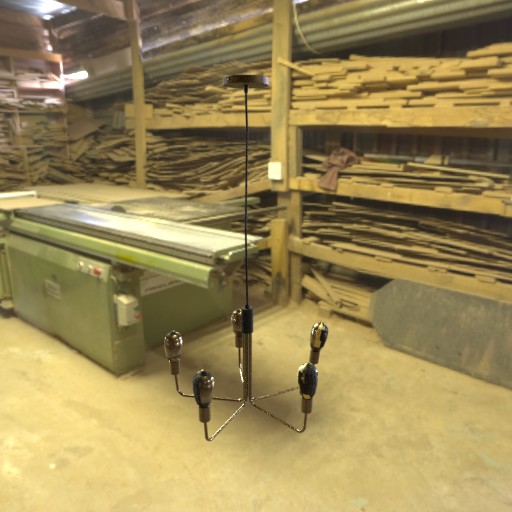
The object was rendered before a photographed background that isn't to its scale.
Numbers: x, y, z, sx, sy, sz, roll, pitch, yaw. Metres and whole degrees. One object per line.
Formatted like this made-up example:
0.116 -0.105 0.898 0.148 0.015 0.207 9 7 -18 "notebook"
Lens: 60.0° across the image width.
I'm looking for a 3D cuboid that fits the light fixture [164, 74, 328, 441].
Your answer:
0.000 0.000 1.405 0.588 1.059 0.532 -13 19 -43 "light fixture"
